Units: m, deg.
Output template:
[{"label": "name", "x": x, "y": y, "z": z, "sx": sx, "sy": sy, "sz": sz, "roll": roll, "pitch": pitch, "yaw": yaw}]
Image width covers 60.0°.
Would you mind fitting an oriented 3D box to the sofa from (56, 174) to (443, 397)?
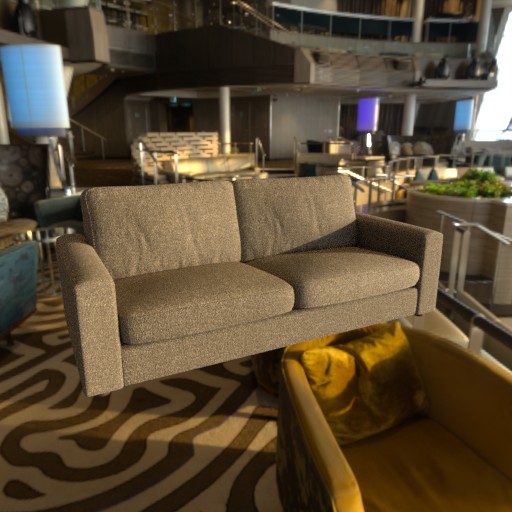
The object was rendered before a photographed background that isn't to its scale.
[{"label": "sofa", "x": 0.000, "y": 0.000, "z": 2.725, "sx": 2.179, "sy": 0.873, "sz": 1.016, "roll": -8, "pitch": 17, "yaw": -26}]
